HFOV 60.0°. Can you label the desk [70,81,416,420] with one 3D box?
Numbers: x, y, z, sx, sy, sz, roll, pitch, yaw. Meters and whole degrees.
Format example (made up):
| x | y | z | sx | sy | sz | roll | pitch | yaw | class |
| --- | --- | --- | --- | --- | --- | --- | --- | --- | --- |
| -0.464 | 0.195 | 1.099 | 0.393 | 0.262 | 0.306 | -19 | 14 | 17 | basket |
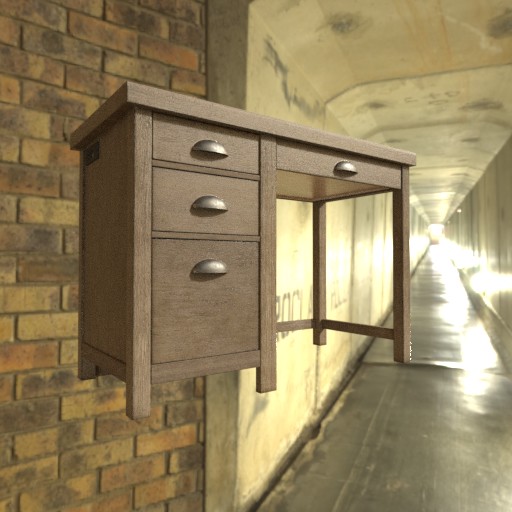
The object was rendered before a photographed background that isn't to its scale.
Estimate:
| x | y | z | sx | sy | sz | roll | pitch | yaw | class |
| --- | --- | --- | --- | --- | --- | --- | --- | --- | --- |
| 0.000 | 0.000 | 1.793 | 1.289 | 0.912 | 0.610 | 1 | -2 | -36 | desk |
